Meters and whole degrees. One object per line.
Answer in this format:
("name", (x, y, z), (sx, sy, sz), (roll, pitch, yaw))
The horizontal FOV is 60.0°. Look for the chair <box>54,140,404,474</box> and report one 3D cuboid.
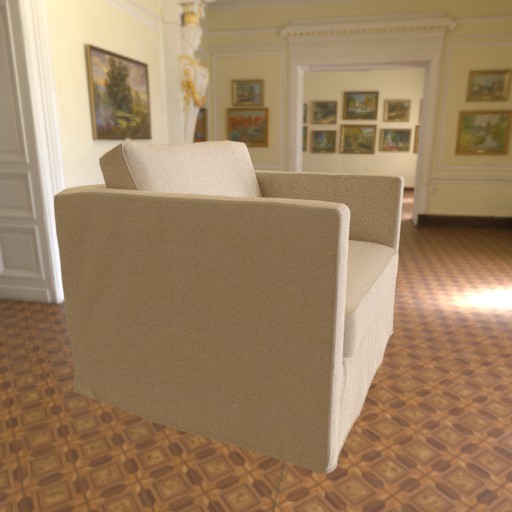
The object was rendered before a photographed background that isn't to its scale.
("chair", (0.000, 0.000, 1.690), (0.947, 0.851, 1.057), (7, 16, 25))
